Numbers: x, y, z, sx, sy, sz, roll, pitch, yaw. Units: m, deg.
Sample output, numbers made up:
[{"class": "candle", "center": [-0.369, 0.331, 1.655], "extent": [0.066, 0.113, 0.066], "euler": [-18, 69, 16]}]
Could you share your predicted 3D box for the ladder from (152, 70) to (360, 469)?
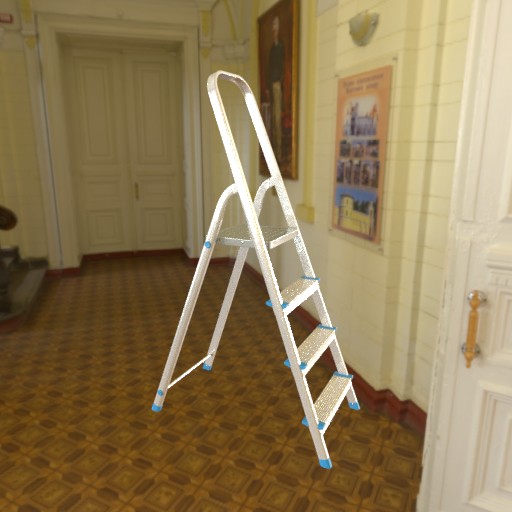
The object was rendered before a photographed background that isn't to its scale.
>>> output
[{"class": "ladder", "center": [0.000, 0.000, 1.839], "extent": [0.842, 1.434, 0.445], "euler": [7, 16, 26]}]
